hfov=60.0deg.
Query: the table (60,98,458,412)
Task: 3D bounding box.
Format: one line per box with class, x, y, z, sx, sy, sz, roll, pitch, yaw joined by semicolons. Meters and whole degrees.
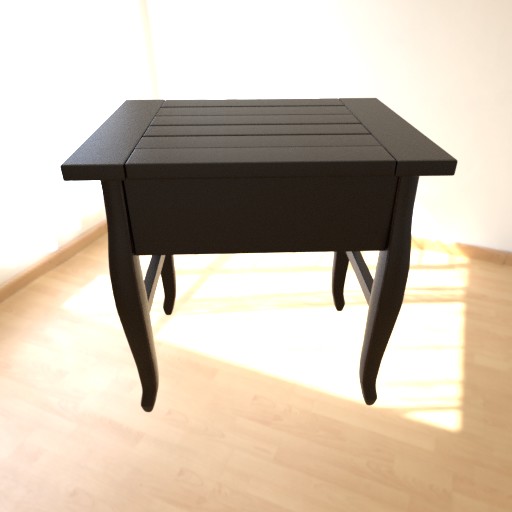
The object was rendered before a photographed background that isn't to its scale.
table;0.000;0.000;1.019;0.602;0.604;0.460;-1;31;-2
